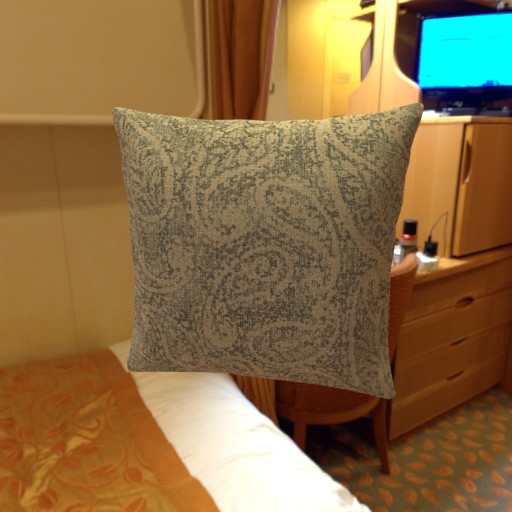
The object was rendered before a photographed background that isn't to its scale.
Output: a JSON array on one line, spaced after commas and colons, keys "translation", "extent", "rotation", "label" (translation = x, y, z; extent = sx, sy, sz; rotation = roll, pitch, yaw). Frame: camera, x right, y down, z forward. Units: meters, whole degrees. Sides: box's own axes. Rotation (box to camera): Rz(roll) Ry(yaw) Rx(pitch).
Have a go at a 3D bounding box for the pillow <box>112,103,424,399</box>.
[{"translation": [0.000, 0.000, 0.789], "extent": [0.523, 0.510, 0.166], "rotation": [3, 15, 10], "label": "pillow"}]
